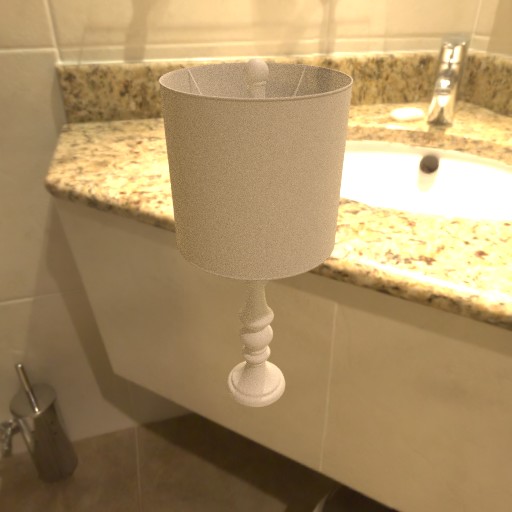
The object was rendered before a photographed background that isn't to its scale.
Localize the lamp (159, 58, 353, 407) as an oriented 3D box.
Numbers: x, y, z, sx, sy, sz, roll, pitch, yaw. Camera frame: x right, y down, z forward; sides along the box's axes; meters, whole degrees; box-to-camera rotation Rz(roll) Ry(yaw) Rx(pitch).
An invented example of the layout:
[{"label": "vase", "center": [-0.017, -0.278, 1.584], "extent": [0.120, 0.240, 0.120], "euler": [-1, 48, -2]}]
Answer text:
[{"label": "lamp", "center": [0.000, 0.000, 0.726], "extent": [0.250, 0.597, 0.250], "euler": [22, 38, 31]}]
